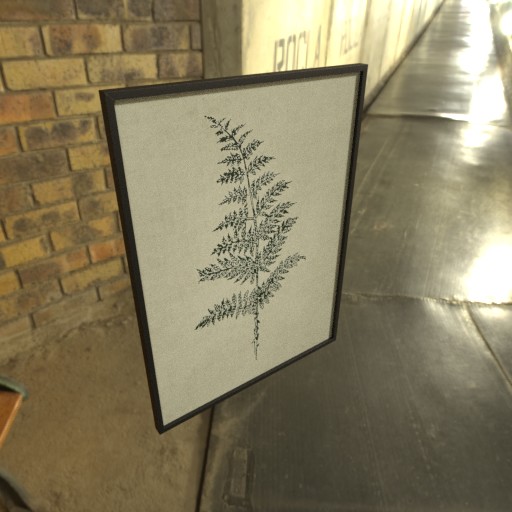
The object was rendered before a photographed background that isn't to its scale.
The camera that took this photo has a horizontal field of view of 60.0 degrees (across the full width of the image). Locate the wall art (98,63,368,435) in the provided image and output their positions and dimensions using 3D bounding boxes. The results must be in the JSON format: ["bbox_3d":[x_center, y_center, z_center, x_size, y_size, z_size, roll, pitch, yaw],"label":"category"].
[{"bbox_3d":[0.000,0.000,1.402,0.802,1.070,0.036,-20,35,-30],"label":"wall art"}]
